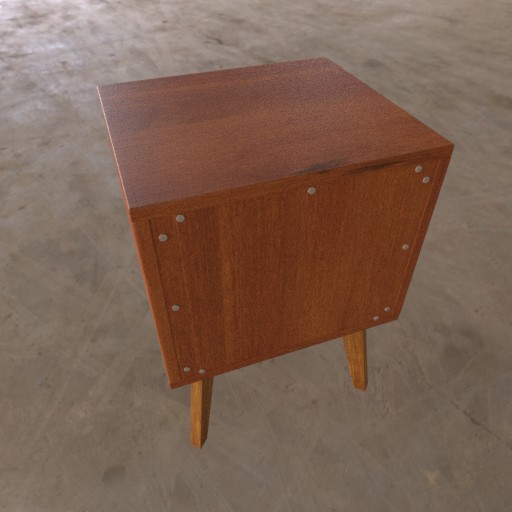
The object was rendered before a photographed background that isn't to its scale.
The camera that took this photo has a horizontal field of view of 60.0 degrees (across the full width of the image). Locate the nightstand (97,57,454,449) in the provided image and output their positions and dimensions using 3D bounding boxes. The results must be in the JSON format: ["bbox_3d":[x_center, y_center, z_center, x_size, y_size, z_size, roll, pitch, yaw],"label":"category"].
[{"bbox_3d":[0.000,0.000,0.917,0.460,0.618,0.411,-14,43,-15],"label":"nightstand"}]
